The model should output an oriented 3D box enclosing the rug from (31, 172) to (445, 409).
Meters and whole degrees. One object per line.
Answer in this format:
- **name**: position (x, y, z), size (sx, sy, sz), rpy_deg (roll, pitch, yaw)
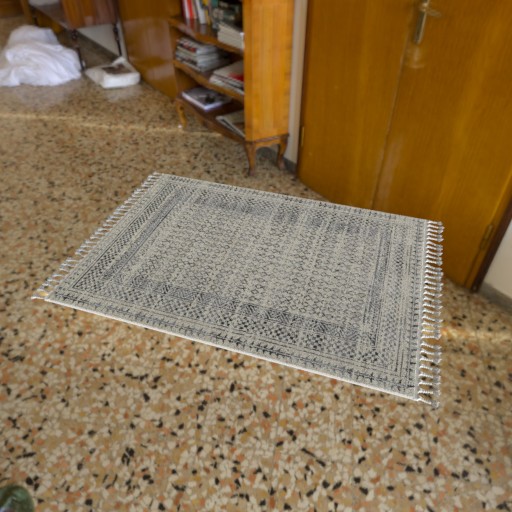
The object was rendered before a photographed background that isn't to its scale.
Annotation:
- **rug**: position (0.000, 0.000, 2.318), size (1.872, 0.013, 1.243), rpy_deg (12, 42, 14)
